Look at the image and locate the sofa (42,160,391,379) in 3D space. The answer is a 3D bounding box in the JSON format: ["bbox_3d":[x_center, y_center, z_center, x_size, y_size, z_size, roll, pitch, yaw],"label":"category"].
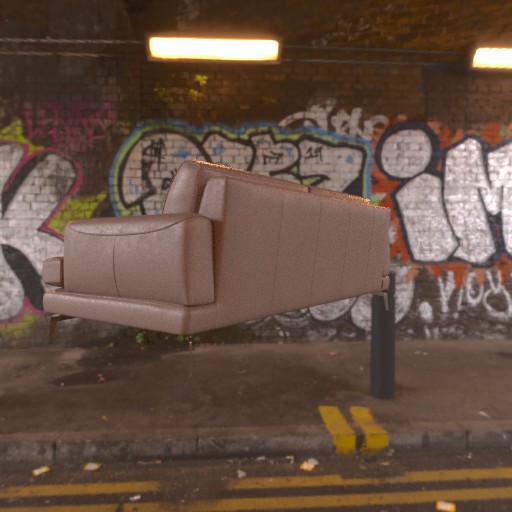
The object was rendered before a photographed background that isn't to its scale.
[{"bbox_3d":[0.000,0.000,2.460,0.974,0.765,1.940,1,2,36],"label":"sofa"}]
